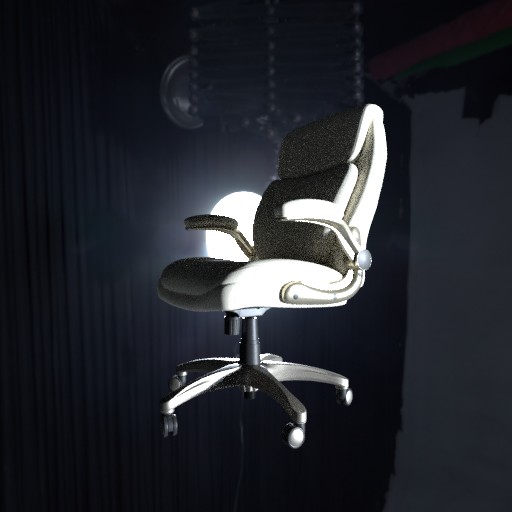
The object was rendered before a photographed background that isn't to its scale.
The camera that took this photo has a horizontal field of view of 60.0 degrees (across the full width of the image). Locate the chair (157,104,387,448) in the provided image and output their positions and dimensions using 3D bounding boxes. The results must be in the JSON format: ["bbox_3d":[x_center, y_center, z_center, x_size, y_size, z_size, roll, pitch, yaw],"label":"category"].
[{"bbox_3d":[0.000,0.000,1.630,0.794,1.110,0.740,0,1,-36],"label":"chair"}]
